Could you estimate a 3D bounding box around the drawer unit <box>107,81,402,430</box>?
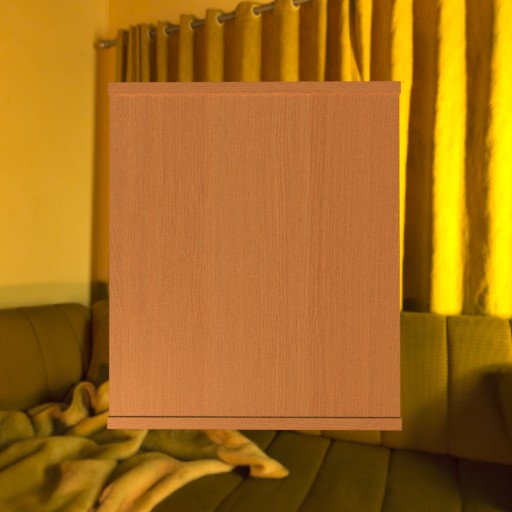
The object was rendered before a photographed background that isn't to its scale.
[{"bbox_3d":[0.000,0.000,0.612,0.290,0.344,0.349,0,0,1],"label":"drawer unit"}]
